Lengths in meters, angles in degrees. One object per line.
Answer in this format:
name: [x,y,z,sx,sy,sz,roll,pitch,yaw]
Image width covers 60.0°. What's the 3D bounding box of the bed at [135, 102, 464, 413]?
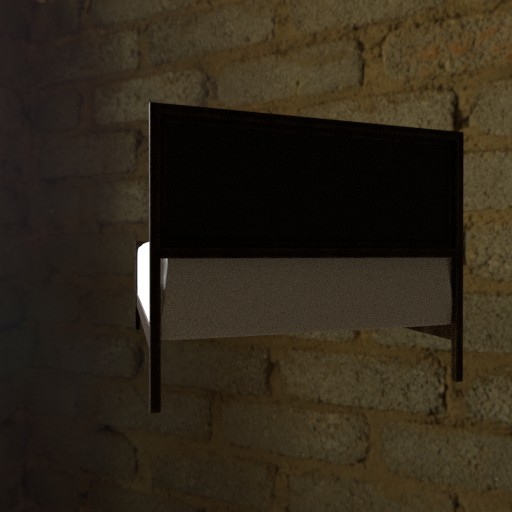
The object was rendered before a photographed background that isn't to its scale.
bed: [0.000,0.000,3.160,1.607,1.313,2.221,0,0,-17]
